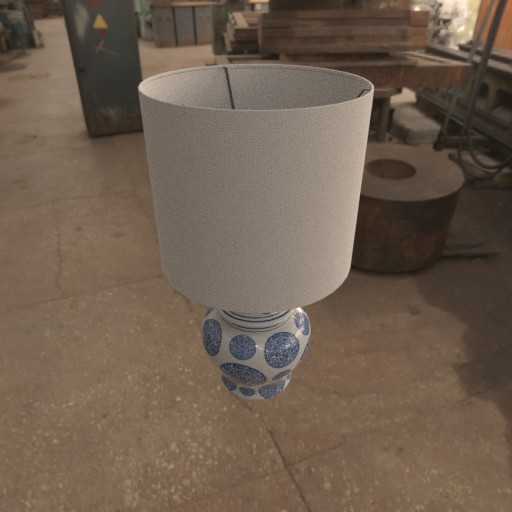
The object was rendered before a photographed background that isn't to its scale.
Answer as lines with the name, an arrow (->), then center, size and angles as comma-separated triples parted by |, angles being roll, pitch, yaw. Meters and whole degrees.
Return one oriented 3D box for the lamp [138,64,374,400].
lamp -> 0.000, 0.000, 0.513 | 0.215, 0.381, 0.215 | -11, 33, -17
